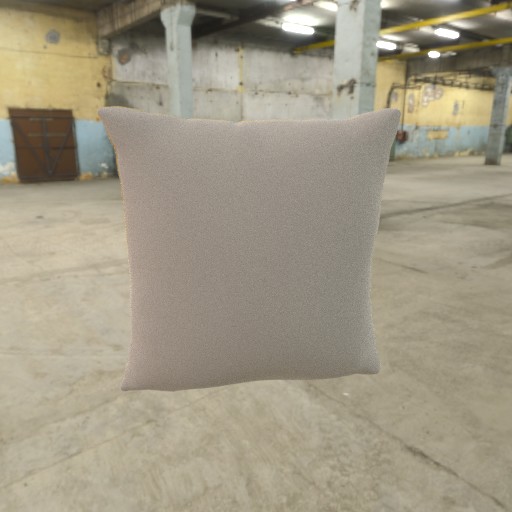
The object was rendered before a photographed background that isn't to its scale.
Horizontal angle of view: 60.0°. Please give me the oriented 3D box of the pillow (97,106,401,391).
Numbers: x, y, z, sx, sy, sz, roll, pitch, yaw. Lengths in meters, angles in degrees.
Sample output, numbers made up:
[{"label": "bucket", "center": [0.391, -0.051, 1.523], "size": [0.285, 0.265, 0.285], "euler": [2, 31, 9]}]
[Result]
[{"label": "pillow", "center": [0.000, 0.000, 0.703], "size": [0.450, 0.450, 0.211], "euler": [-2, 15, -8]}]
